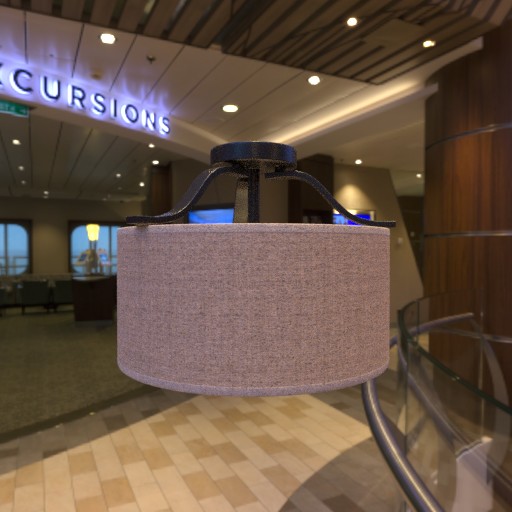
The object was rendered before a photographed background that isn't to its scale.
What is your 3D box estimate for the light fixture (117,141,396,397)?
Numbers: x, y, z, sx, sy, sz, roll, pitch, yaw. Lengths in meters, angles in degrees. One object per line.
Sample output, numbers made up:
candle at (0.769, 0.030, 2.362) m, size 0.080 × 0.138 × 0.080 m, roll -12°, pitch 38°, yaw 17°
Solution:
light fixture at (0.000, 0.000, 0.649) m, size 0.390 × 0.306 × 0.390 m, roll 0°, pitch 1°, yaw 0°
